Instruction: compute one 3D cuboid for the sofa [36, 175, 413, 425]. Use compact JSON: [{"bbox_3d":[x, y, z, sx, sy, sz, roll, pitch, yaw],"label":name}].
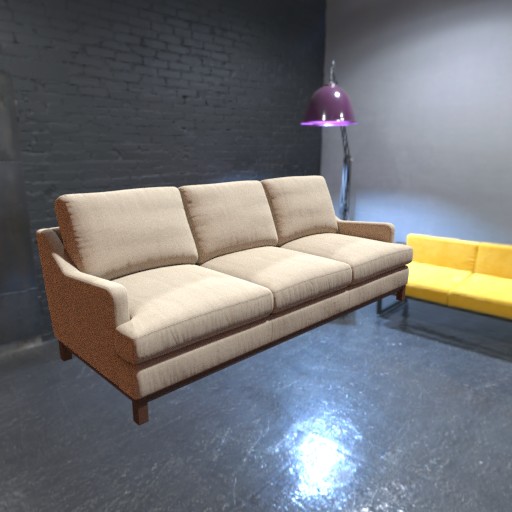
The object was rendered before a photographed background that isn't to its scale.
[{"bbox_3d":[0.000,0.000,2.832,2.321,0.913,1.000,-13,19,-43],"label":"sofa"}]
